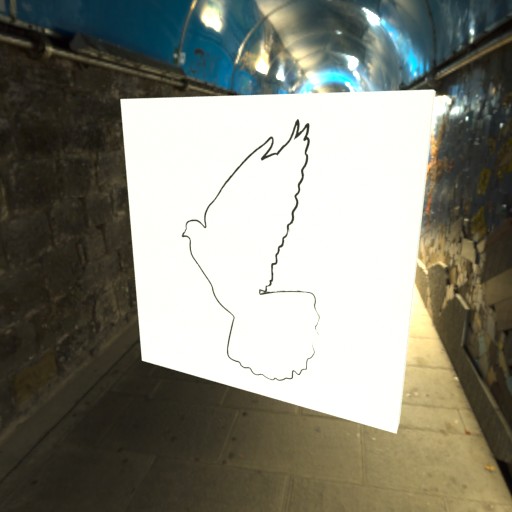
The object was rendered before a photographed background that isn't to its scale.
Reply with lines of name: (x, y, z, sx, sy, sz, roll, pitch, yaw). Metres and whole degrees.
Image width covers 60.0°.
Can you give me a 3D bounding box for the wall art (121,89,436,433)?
wall art: (0.000, 0.000, 0.895, 0.610, 0.610, 0.038, 8, 18, 25)
